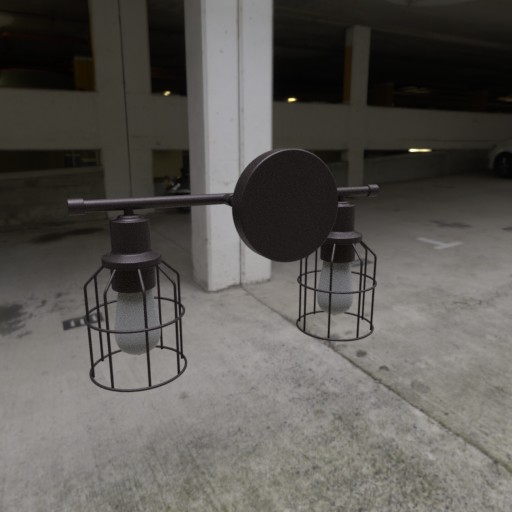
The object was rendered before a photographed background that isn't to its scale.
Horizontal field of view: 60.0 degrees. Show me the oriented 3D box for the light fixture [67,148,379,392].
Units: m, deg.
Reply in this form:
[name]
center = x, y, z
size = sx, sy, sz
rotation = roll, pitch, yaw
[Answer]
[light fixture]
center = 0.000, 0.000, 0.538
size = 0.406, 0.254, 0.165
rotation = -7, 15, -26
